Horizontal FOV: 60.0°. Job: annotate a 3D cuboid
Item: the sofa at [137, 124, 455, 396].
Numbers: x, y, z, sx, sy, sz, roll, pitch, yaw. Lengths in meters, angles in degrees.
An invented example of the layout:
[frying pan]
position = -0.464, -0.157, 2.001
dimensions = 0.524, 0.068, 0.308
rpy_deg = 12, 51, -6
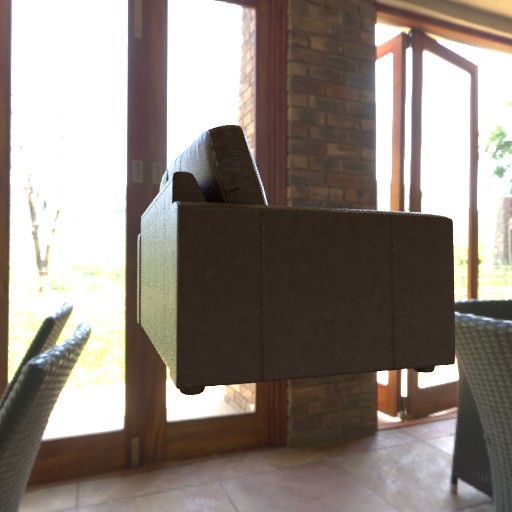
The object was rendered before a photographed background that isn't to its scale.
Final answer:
[sofa]
position = 0.000, 0.000, 2.165
dimensions = 1.016, 0.873, 1.616
rpy_deg = 0, -1, -19
